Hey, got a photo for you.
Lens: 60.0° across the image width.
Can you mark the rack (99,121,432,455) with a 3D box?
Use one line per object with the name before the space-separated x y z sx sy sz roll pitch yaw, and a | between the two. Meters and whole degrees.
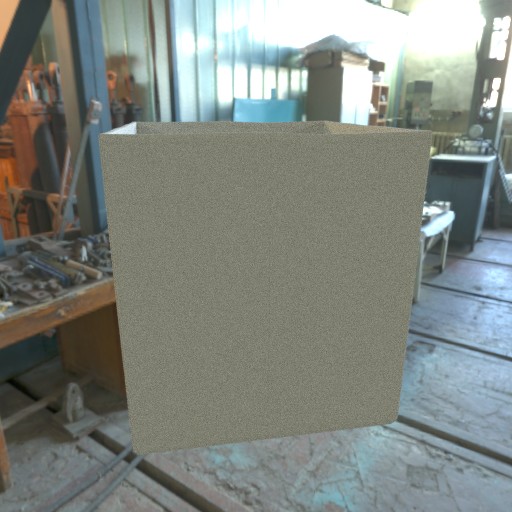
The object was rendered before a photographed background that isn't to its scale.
rack | 0.000 0.000 0.494 0.270 0.280 0.270 -3 19 -9
